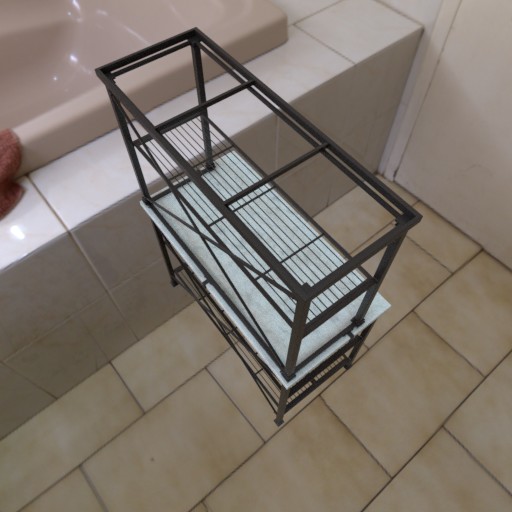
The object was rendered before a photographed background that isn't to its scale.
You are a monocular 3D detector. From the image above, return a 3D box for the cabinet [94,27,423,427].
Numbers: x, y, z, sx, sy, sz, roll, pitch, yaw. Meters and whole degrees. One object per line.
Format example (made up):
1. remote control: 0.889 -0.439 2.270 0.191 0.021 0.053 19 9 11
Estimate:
1. cabinet: 0.000 0.000 2.180 0.610 1.659 1.210 -33 64 -19
